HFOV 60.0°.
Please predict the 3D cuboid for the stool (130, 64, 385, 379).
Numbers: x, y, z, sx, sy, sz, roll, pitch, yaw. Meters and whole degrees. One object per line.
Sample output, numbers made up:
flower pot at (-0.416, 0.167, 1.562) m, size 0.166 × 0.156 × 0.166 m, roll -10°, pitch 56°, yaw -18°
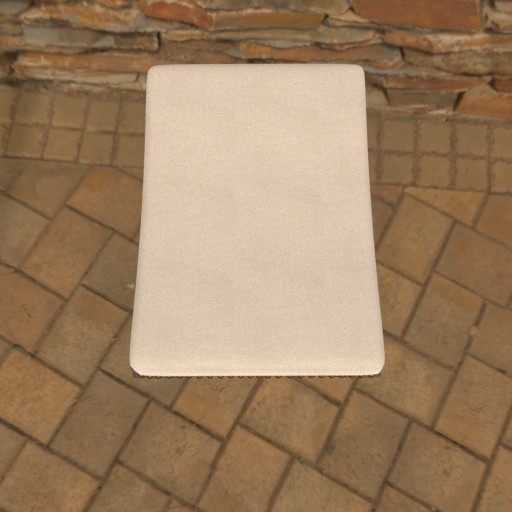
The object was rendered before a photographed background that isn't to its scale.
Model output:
stool at (0.000, 0.000, 0.934) m, size 0.361 × 0.642 × 0.500 m, roll 0°, pitch 76°, yaw 0°
